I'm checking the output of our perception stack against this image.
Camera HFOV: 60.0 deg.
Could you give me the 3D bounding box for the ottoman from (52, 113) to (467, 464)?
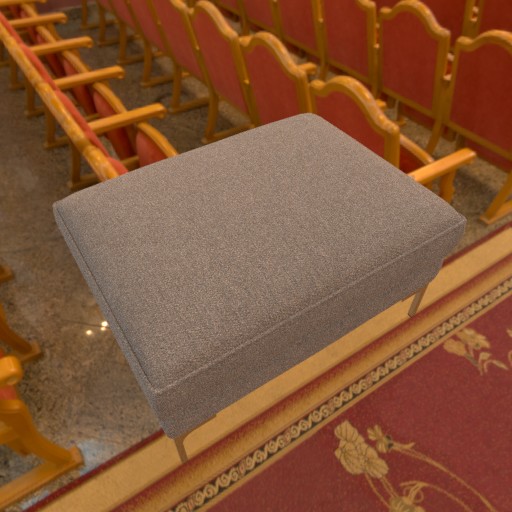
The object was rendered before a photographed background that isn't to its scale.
[{"bbox_3d":[0.000,0.000,1.128,0.785,0.464,0.583,-26,52,-22],"label":"ottoman"}]
